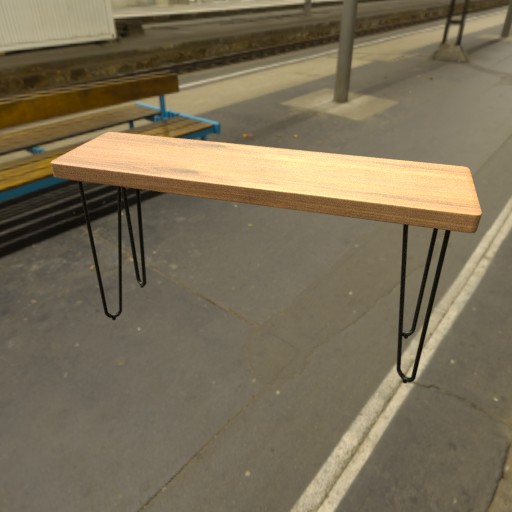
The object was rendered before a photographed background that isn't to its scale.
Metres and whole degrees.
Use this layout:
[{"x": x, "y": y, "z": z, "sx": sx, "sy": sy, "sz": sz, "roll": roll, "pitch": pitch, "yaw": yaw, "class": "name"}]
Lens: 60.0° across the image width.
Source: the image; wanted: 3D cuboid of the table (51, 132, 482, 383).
[{"x": 0.000, "y": 0.000, "z": 1.932, "sx": 1.570, "sy": 0.834, "sz": 0.425, "roll": 9, "pitch": 34, "yaw": 14, "class": "table"}]
